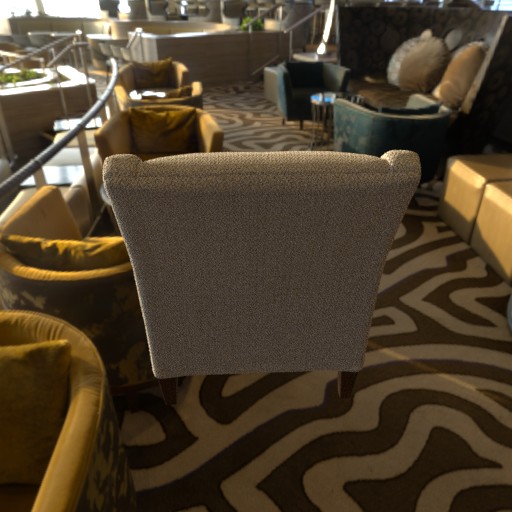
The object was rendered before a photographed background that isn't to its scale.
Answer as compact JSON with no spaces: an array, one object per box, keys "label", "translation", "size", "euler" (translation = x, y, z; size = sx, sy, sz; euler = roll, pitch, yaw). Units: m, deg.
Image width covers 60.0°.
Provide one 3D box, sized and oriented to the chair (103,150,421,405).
[{"label":"chair","translation":[0.000,0.000,1.632],"size":[0.774,1.014,0.870],"euler":[-1,31,-2]}]
